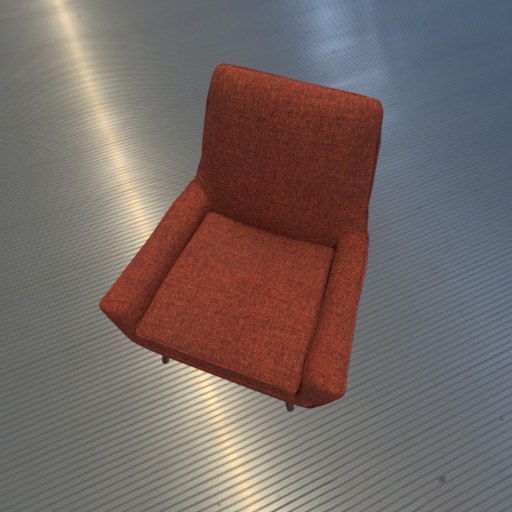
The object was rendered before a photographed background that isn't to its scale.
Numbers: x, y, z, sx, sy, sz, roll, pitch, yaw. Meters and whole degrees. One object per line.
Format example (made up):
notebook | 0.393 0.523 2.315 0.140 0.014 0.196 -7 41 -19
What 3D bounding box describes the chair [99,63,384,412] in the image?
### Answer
chair | 0.000 0.000 1.519 0.803 0.911 0.784 18 60 11
